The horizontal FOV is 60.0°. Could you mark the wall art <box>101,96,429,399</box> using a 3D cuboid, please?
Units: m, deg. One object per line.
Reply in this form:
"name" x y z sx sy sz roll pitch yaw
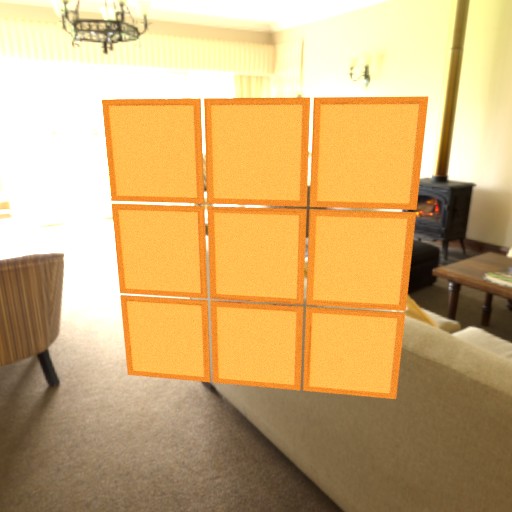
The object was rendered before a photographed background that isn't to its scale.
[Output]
"wall art" 0.000 0.000 2.263 1.517 1.523 0.013 3 17 9
